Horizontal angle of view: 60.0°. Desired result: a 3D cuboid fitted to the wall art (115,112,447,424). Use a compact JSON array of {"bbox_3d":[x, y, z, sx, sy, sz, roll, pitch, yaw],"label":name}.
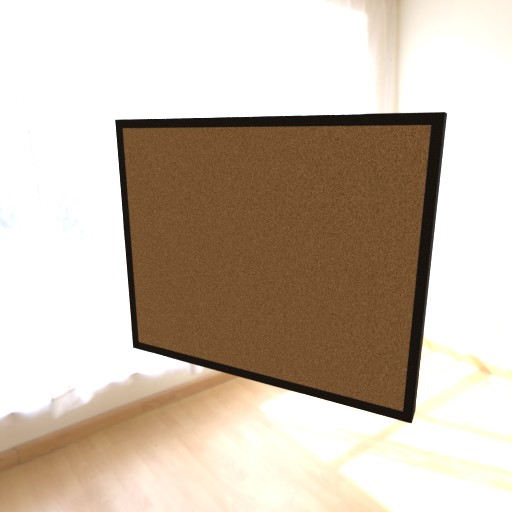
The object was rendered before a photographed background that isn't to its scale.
[{"bbox_3d":[0.000,0.000,0.541,0.397,0.325,0.028,8,17,26],"label":"wall art"}]
